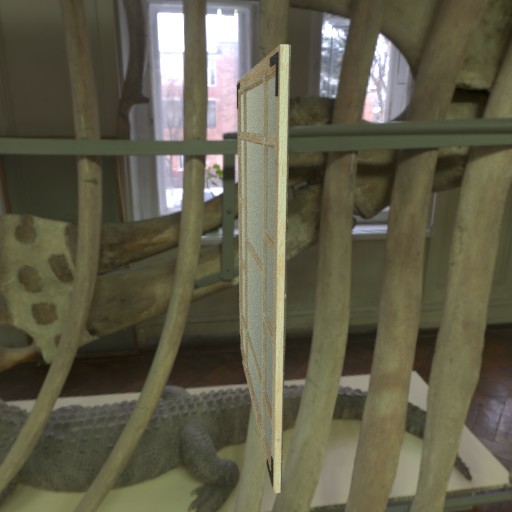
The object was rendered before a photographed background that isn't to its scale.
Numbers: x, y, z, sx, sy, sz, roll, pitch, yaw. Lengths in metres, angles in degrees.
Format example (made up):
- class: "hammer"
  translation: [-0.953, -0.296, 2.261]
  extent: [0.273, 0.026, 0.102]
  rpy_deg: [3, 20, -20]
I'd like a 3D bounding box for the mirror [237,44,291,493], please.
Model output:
- class: "mirror"
  translation: [0.000, 0.000, 1.269]
  extent: [0.025, 0.996, 0.705]
  rpy_deg: [-2, 17, -8]
